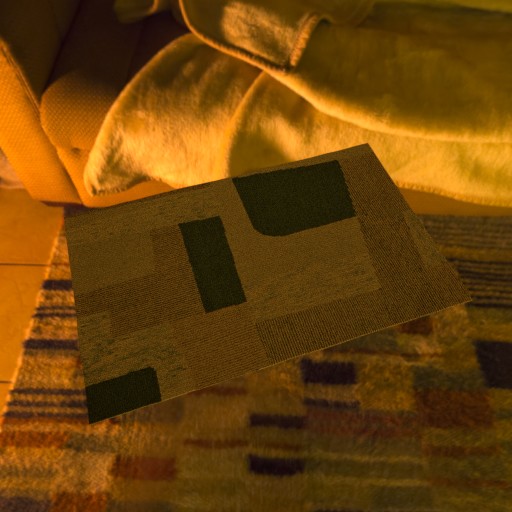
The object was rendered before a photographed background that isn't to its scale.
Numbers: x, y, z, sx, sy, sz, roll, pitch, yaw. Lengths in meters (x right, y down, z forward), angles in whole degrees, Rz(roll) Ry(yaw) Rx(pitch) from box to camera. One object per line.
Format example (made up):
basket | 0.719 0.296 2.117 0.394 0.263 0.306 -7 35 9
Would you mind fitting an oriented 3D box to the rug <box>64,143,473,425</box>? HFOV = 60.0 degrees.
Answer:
rug | 0.000 0.000 3.030 2.436 0.015 1.521 -16 58 -10
